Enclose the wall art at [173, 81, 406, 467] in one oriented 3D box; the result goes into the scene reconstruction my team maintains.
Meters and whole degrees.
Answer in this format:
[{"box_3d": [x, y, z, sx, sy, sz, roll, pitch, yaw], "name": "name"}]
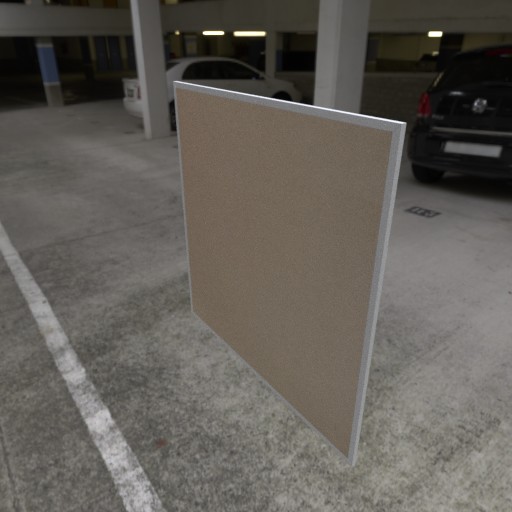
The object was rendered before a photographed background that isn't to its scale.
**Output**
[{"box_3d": [0.000, 0.000, 0.667, 0.007, 0.456, 0.456, -18, 32, -31], "name": "wall art"}]
